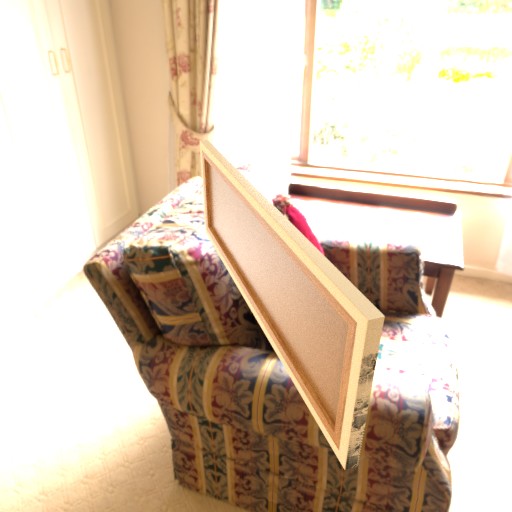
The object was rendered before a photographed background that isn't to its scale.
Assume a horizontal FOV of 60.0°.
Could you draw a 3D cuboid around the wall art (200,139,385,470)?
[{"bbox_3d":[0.000,0.000,1.695,0.044,0.507,1.520,-10,31,-17],"label":"wall art"}]
